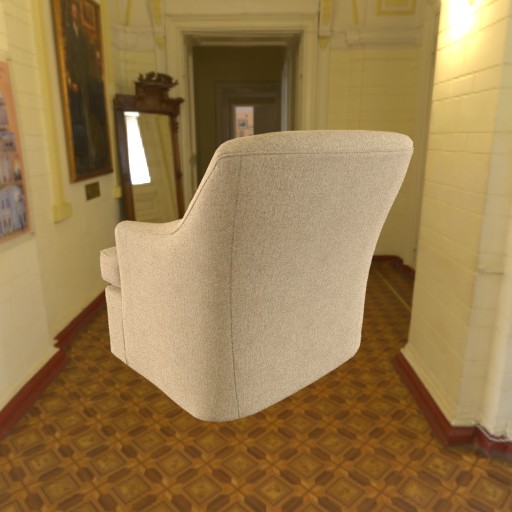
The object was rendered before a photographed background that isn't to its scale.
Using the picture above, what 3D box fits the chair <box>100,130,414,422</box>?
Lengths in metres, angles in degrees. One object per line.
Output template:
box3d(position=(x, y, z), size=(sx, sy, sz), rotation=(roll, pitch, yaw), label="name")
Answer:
box3d(position=(0.000, 0.000, 1.587), size=(0.864, 0.856, 0.923), rotation=(-14, 20, -43), label="chair")
